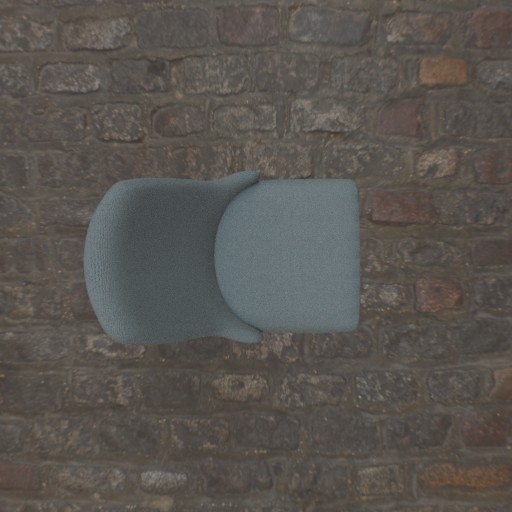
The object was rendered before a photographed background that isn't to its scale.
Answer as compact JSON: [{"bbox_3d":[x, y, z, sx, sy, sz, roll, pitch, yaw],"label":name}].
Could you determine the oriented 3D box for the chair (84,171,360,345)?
[{"bbox_3d":[0.000,0.000,1.356,0.707,0.918,0.535,0,91,0],"label":"chair"}]
